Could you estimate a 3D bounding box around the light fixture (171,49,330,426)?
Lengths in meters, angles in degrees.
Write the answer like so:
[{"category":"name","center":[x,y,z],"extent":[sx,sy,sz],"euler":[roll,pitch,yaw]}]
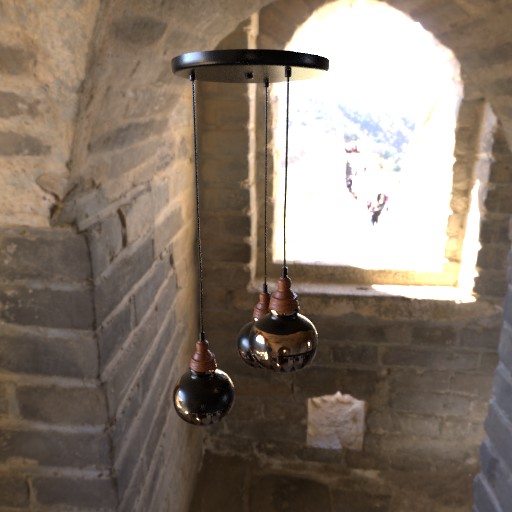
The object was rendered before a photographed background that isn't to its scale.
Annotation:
[{"category":"light fixture","center":[0.000,0.000,1.745],"extent":[0.608,1.410,0.605],"euler":[-15,22,-42]}]
